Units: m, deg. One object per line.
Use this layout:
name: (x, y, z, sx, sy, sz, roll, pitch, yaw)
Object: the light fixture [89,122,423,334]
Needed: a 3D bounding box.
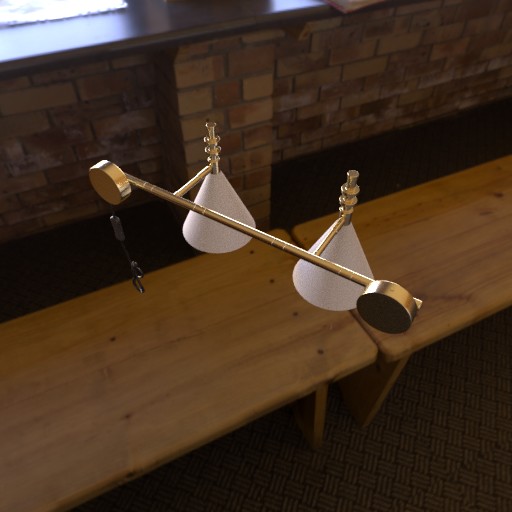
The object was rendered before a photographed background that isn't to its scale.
light fixture: (0.000, 0.000, 0.888, 0.642, 0.468, 0.239, 25, 51, 22)
